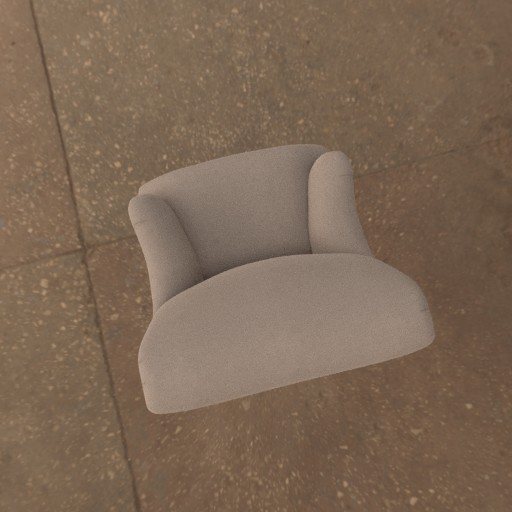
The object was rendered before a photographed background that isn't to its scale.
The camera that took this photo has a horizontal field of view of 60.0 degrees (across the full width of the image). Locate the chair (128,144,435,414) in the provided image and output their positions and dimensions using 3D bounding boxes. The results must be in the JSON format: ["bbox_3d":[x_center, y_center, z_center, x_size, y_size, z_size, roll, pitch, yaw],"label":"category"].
[{"bbox_3d":[0.000,0.000,1.559,0.766,0.942,0.842,-13,78,-3],"label":"chair"}]
